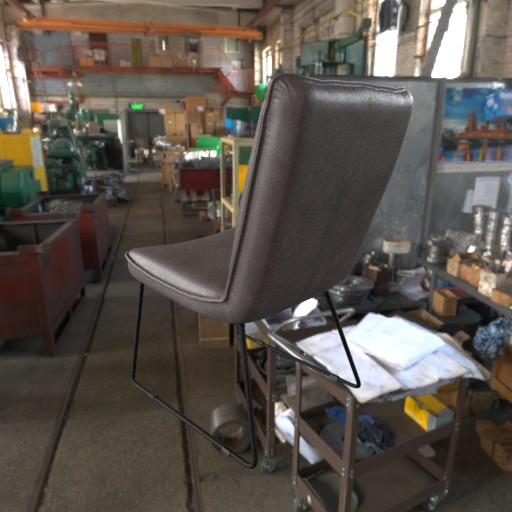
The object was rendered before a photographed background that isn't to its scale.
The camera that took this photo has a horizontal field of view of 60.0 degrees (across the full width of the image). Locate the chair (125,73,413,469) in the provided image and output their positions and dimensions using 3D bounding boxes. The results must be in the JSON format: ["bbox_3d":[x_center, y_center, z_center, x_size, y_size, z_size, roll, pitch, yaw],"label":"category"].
[{"bbox_3d":[0.000,0.000,1.304,0.688,0.932,0.515,16,23,42],"label":"chair"}]
